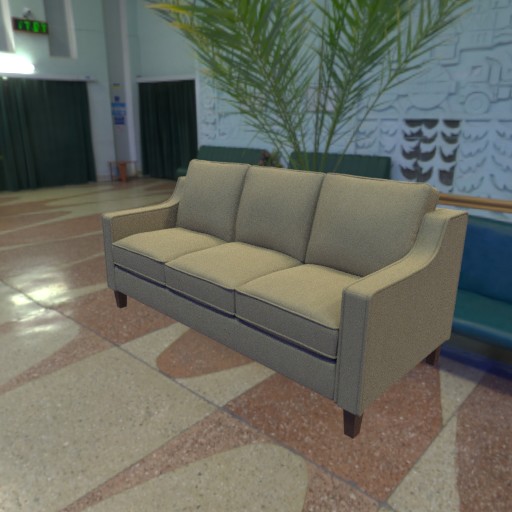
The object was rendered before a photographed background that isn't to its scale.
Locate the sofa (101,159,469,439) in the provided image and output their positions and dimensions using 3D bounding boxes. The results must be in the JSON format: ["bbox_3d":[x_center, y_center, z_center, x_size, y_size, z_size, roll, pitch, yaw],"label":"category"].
[{"bbox_3d":[0.000,0.000,2.579,1.986,0.974,0.911,16,24,42],"label":"sofa"}]
